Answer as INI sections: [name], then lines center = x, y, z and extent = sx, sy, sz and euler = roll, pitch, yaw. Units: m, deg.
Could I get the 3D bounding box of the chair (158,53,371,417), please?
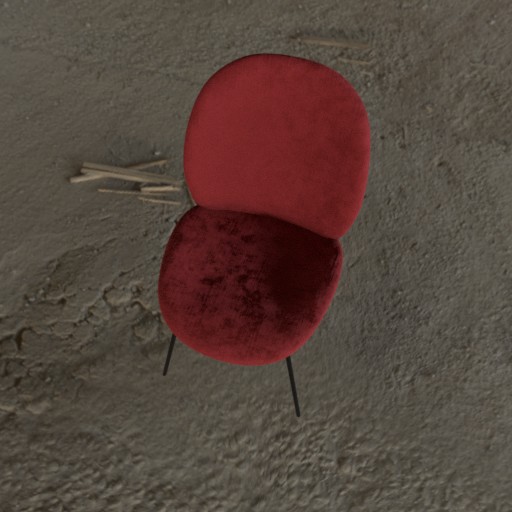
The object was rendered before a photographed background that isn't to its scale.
[chair]
center = 0.000, 0.000, 1.166
extent = 0.458, 0.791, 0.587
euler = 14, 59, 9
